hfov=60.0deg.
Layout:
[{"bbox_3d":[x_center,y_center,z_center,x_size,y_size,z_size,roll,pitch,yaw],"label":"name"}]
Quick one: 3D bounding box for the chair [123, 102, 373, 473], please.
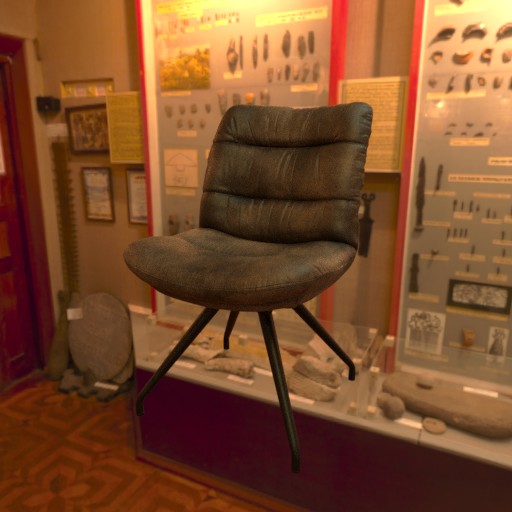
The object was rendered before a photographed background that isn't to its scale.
[{"bbox_3d":[0.000,0.000,1.260,0.549,0.870,0.622,7,16,27],"label":"chair"}]
